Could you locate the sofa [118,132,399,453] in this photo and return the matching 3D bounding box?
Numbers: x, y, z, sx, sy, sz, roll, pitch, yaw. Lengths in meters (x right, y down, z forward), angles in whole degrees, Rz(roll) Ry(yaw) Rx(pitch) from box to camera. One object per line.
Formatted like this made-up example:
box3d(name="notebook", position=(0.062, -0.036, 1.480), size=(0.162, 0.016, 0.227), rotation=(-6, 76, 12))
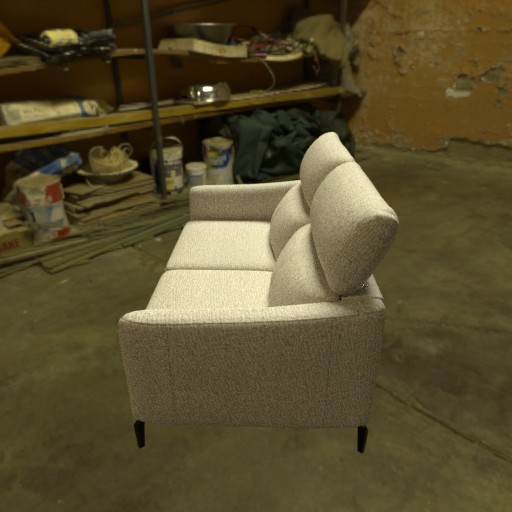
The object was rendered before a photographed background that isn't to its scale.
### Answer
box3d(name="sofa", position=(0.000, 0.000, 2.097), size=(0.905, 0.950, 1.540), rotation=(1, 26, 1))
